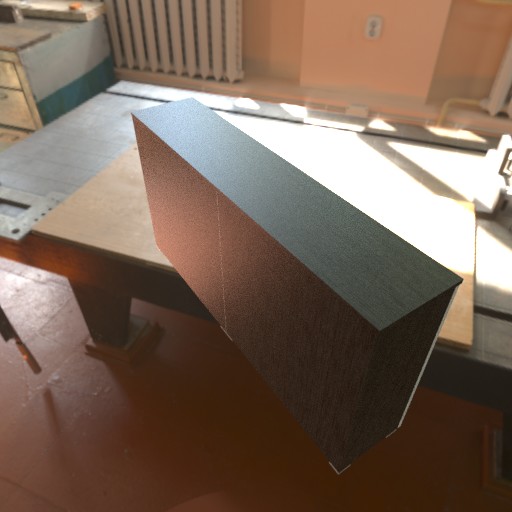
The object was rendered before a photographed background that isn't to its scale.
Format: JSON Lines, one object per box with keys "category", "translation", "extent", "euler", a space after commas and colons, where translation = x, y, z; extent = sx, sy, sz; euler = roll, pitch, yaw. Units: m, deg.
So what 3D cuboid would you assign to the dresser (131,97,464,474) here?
{"category": "dresser", "translation": [0.000, 0.000, 1.857], "extent": [0.333, 0.790, 1.535], "euler": [-24, 46, -25]}
